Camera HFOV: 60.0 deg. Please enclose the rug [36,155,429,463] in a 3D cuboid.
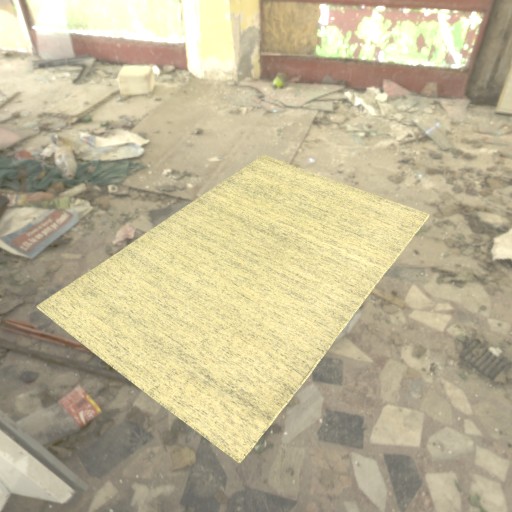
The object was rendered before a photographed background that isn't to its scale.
[{"bbox_3d":[0.000,0.000,2.917,1.523,0.017,2.263,26,48,27],"label":"rug"}]
